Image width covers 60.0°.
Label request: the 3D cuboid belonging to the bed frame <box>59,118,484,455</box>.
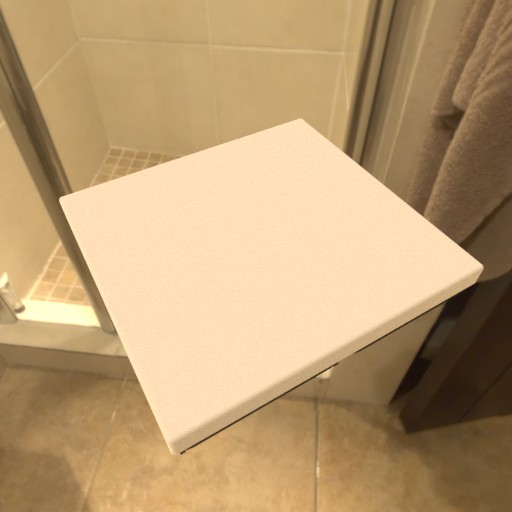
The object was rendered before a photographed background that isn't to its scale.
[{"bbox_3d":[0.000,0.000,3.031,2.033,0.525,1.935,-24,52,-20],"label":"bed frame"}]
